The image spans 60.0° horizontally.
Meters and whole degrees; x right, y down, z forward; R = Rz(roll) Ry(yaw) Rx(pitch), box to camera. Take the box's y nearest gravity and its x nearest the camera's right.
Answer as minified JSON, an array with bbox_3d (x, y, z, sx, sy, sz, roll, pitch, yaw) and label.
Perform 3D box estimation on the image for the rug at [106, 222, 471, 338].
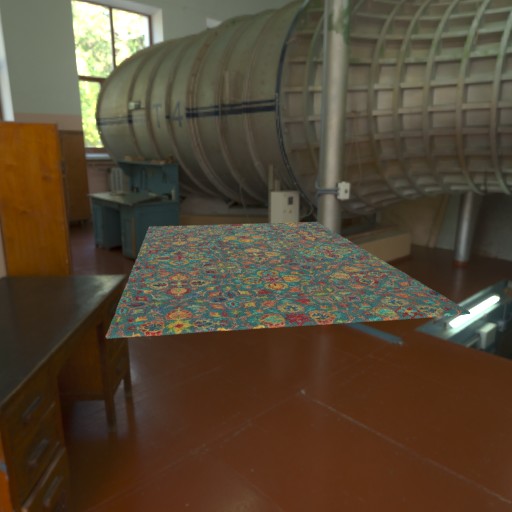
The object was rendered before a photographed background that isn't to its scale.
[{"bbox_3d":[0.000,0.000,2.897,1.527,0.016,2.290,-2,15,-9],"label":"rug"}]
